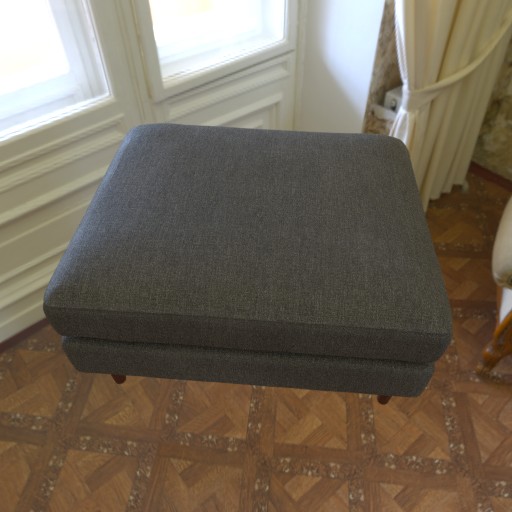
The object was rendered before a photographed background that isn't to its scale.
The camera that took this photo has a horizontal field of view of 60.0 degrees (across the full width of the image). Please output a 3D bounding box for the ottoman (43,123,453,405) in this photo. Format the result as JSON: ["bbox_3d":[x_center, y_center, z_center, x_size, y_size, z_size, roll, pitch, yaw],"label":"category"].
[{"bbox_3d":[0.000,0.000,1.206,0.821,0.474,0.693,3,47,3],"label":"ottoman"}]
